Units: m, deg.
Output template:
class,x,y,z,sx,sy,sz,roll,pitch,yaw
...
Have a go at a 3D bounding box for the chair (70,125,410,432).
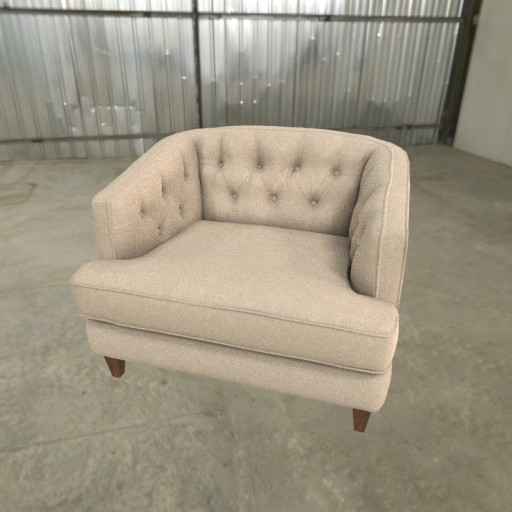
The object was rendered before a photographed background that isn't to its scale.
class,x,y,z,sx,sy,sz,roll,pitch,yaw
chair,0.000,0.000,1.764,1.104,0.852,0.941,8,27,15
